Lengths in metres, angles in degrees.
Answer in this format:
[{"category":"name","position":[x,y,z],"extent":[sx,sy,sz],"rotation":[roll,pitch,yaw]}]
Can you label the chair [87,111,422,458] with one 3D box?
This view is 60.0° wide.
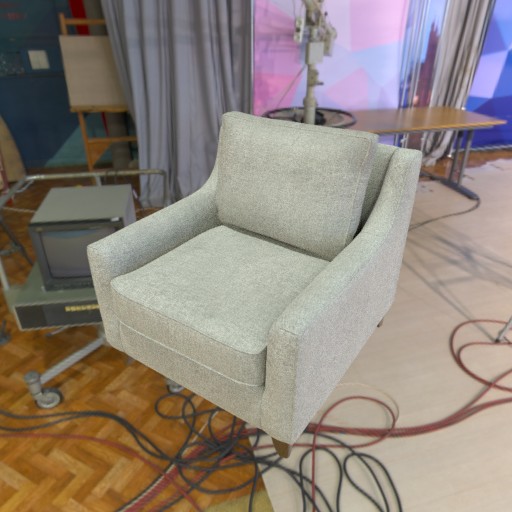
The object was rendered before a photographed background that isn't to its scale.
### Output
[{"category":"chair","position":[0.000,0.000,1.614],"extent":[0.838,0.864,0.918],"rotation":[19,36,29]}]
